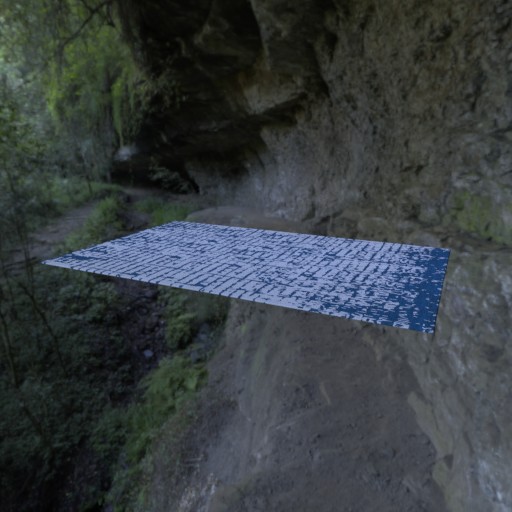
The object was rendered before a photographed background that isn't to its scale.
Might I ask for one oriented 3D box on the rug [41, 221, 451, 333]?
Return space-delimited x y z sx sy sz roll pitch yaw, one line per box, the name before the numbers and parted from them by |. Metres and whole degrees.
rug | 0.000 0.000 3.086 2.435 0.011 1.517 8 18 24
